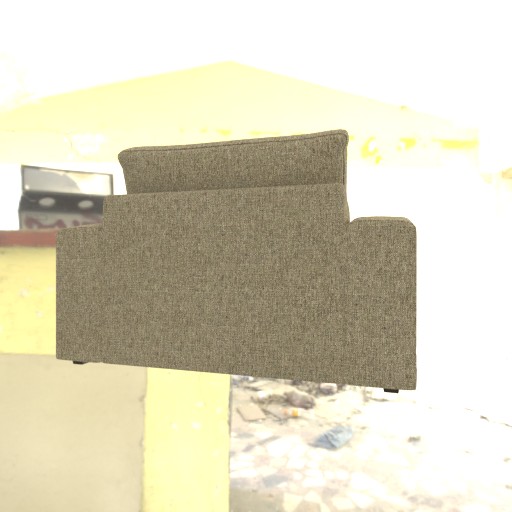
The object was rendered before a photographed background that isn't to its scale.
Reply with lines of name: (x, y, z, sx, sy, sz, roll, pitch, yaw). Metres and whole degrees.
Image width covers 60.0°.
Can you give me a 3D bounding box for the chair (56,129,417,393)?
chair: (0.000, 0.000, 2.092, 1.398, 0.915, 1.039, 0, 0, 18)
